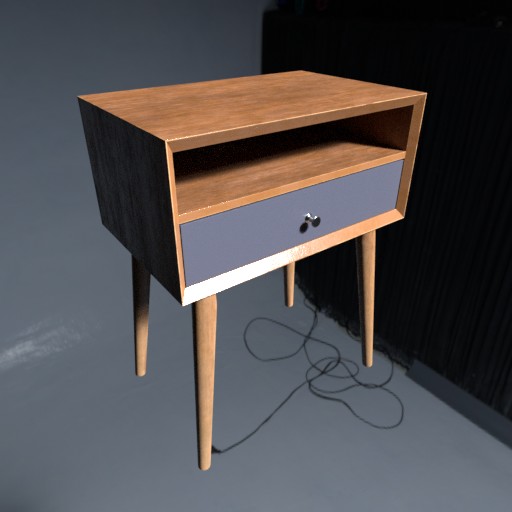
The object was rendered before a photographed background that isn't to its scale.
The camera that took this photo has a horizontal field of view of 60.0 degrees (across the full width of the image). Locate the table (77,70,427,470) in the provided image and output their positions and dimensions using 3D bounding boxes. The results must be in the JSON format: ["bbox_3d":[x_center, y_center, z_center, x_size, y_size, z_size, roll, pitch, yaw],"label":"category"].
[{"bbox_3d":[0.000,0.000,0.834,0.454,0.580,0.307,-20,36,-31],"label":"table"}]
